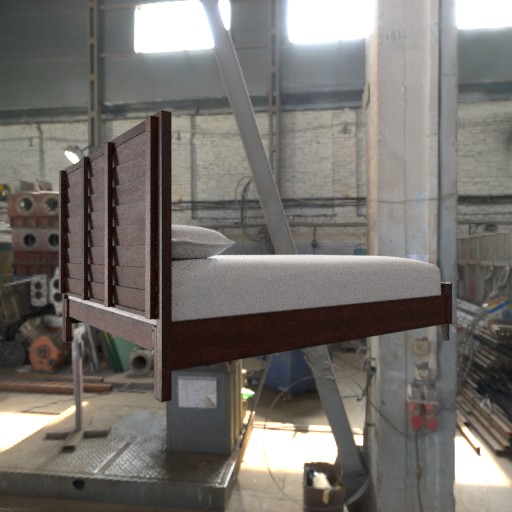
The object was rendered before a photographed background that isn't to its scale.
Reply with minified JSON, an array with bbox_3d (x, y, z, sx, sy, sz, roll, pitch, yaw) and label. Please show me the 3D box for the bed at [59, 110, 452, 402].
[{"bbox_3d":[0.000,0.000,3.884,2.803,1.492,2.040,0,0,-37],"label":"bed"}]
